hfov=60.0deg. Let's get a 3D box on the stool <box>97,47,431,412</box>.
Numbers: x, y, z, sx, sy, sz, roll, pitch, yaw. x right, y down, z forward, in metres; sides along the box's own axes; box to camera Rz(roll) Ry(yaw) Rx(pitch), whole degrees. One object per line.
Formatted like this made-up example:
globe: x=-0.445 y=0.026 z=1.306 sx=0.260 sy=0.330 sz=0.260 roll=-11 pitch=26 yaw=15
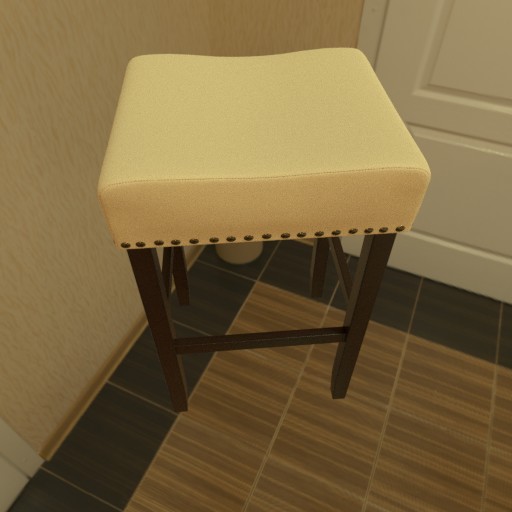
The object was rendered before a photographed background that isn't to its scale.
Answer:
stool: x=0.000 y=0.000 z=1.004 sx=0.471 sy=0.762 sz=0.401 roll=-4 pitch=48 yaw=-3
